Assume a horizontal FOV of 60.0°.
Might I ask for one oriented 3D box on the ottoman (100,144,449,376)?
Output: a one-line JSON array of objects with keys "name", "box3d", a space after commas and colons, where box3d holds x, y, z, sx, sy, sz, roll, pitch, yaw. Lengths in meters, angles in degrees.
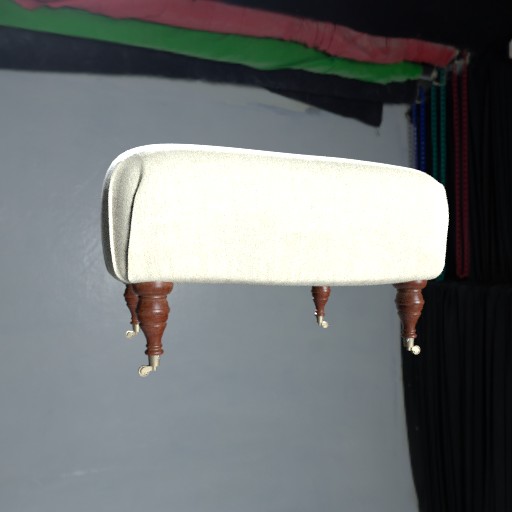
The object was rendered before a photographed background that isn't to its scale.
[{"name": "ottoman", "box3d": [0.000, 0.000, 1.125, 0.747, 0.450, 0.622, 0, -1, -19]}]
